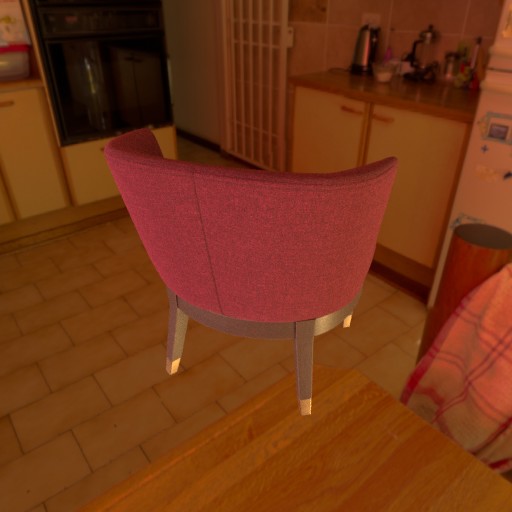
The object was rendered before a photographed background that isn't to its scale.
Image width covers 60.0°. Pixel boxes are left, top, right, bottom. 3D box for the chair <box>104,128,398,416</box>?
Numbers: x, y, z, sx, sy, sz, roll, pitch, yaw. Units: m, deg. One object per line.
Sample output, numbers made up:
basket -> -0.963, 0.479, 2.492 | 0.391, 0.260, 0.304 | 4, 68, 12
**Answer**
chair -> 0.000, 0.000, 1.296 | 0.700, 0.760, 0.660 | 11, 33, 18
